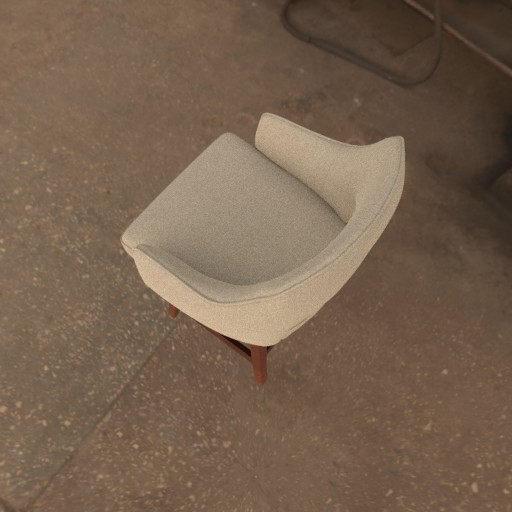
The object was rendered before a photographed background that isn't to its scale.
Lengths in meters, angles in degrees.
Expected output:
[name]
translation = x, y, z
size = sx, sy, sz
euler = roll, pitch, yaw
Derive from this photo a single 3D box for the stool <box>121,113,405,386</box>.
[stool]
translation = 0.000, 0.000, 1.270
size = 0.560, 0.936, 0.550
euler = 34, 68, 15
